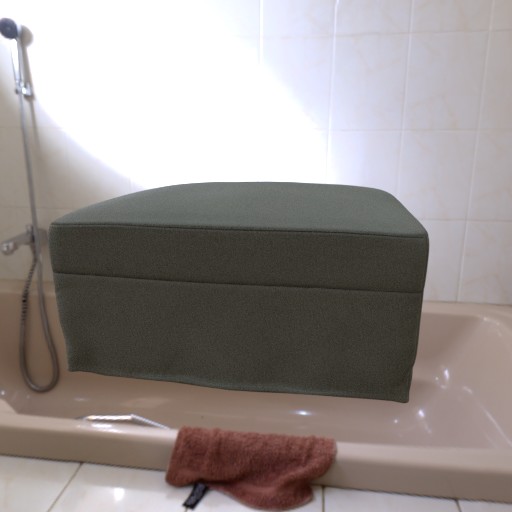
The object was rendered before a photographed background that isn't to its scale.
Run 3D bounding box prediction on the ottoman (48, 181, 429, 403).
[{"bbox_3d":[0.000,0.000,1.346,0.843,0.441,0.842,3,15,10],"label":"ottoman"}]
